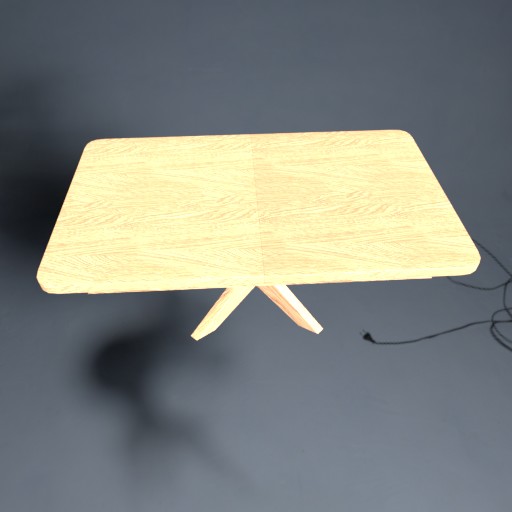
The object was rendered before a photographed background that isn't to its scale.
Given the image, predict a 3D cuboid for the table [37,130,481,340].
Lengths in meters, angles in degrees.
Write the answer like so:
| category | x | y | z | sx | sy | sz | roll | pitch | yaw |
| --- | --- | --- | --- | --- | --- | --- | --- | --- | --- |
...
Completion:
| category | x | y | z | sx | sy | sz | roll | pitch | yaw |
| --- | --- | --- | --- | --- | --- | --- | --- | --- | --- |
| table | 0.000 | 0.000 | 2.161 | 1.600 | 0.770 | 0.950 | -2 | 46 | -2 |
